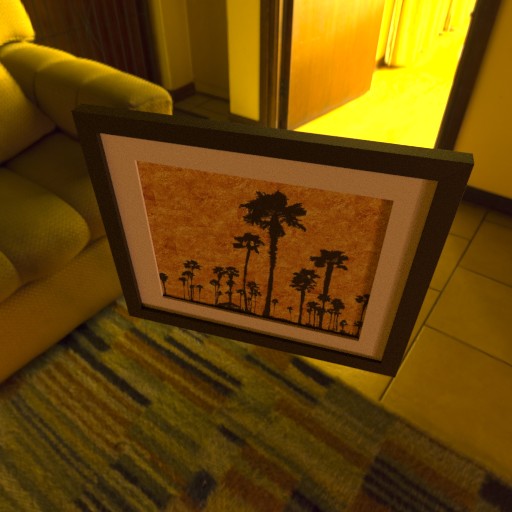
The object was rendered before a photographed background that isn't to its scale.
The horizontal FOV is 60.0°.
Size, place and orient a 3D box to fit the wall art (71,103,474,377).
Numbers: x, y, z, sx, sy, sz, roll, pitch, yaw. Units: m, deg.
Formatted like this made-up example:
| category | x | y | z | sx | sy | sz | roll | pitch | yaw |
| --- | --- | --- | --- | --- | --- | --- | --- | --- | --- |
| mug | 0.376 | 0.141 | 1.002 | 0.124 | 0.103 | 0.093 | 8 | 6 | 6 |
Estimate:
| category | x | y | z | sx | sy | sz | roll | pitch | yaw |
| --- | --- | --- | --- | --- | --- | --- | --- | --- | --- |
| wall art | 0.000 | 0.000 | 0.759 | 0.561 | 0.460 | 0.028 | 11 | 43 | 12 |
